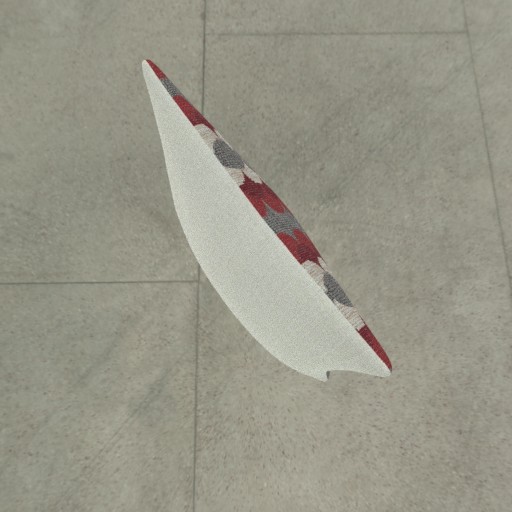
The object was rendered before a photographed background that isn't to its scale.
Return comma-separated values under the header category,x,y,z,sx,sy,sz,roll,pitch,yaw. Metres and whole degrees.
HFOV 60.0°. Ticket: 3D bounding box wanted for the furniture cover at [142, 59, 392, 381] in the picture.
category,x,y,z,sx,sy,sz,roll,pitch,yaw
furniture cover,0.000,0.000,0.648,0.145,0.420,0.435,-35,77,-9
